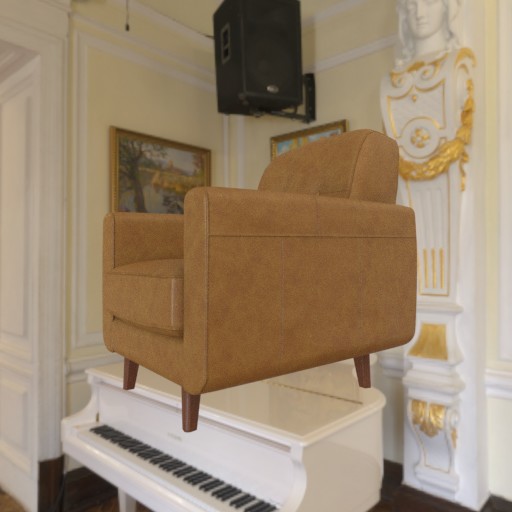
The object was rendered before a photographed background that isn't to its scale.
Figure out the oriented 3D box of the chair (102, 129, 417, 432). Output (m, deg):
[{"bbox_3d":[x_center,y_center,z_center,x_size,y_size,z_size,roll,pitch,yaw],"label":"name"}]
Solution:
[{"bbox_3d":[0.000,0.000,1.655,0.942,0.968,0.845,1,-1,-35],"label":"chair"}]
